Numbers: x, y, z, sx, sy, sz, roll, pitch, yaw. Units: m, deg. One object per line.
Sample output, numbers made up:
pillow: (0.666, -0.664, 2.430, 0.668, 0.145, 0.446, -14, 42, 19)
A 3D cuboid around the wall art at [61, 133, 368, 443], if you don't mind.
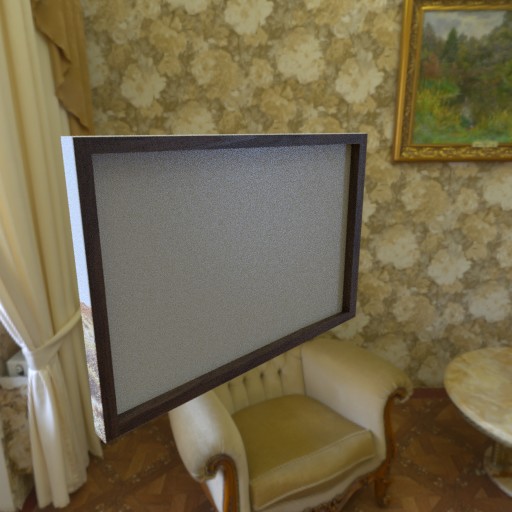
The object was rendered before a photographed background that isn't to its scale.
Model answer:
wall art: (0.000, 0.000, 1.152, 0.914, 0.610, 0.050, -15, 22, -42)
